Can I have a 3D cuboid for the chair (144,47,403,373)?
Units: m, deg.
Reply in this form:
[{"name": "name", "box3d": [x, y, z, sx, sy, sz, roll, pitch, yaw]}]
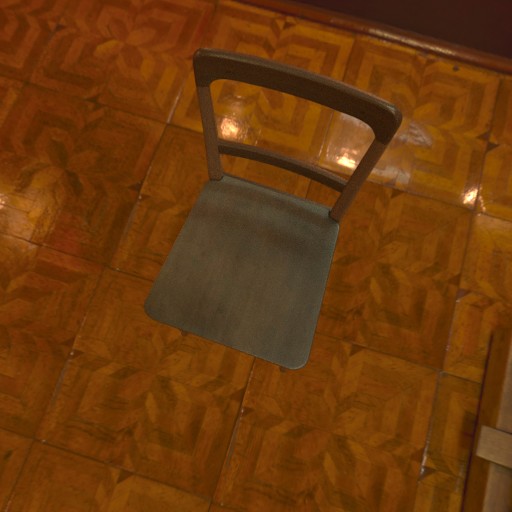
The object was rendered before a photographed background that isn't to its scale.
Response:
[{"name": "chair", "box3d": [0.000, 0.000, 1.284, 0.450, 0.991, 0.546, 19, 76, 5]}]
